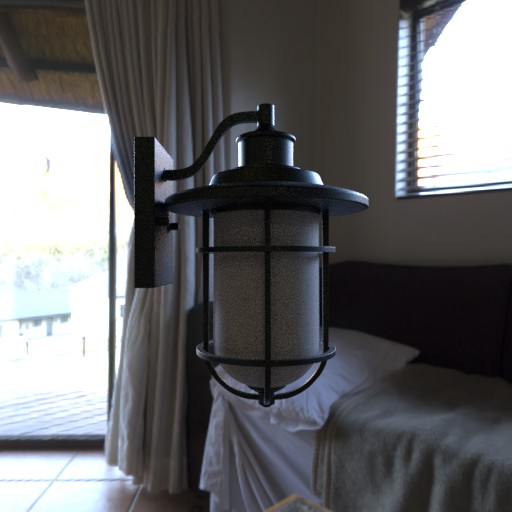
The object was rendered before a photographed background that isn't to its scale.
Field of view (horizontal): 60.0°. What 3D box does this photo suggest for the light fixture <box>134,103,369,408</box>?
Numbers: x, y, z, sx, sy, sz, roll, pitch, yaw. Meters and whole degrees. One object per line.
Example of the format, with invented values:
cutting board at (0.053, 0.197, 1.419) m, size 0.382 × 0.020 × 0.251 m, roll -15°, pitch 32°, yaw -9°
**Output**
light fixture at (0.000, 0.000, 0.508) m, size 0.252 × 0.345 × 0.222 m, roll 0°, pitch -1°, yaw 0°
